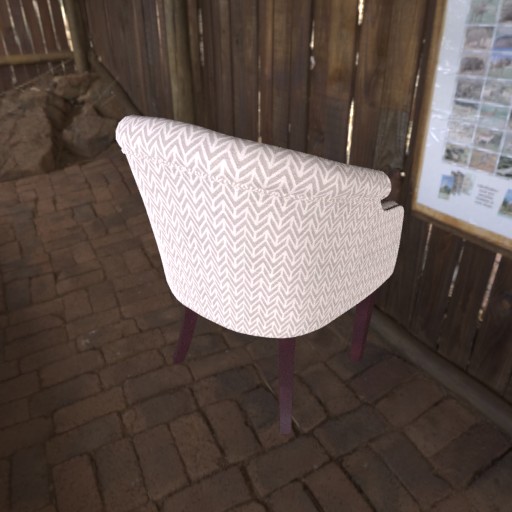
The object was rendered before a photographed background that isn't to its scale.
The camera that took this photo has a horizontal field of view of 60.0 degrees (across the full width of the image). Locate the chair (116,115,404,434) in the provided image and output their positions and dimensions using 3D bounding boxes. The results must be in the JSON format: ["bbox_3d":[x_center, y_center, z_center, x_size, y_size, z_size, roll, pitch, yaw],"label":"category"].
[{"bbox_3d":[0.000,0.000,1.286,0.686,0.858,0.613,22,36,33],"label":"chair"}]
